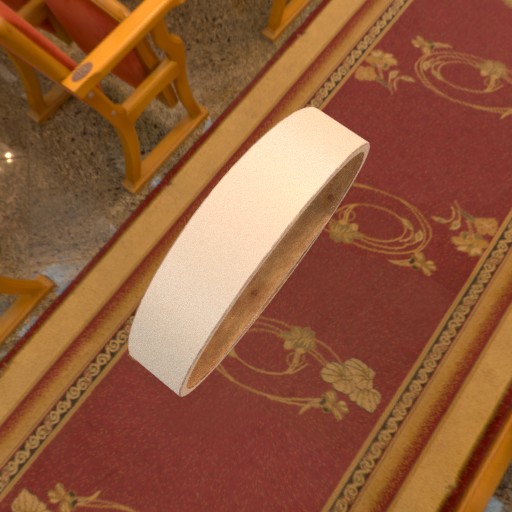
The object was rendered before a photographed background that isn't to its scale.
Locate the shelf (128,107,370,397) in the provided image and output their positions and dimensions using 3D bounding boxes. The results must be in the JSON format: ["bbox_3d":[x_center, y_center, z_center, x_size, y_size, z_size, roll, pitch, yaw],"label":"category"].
[{"bbox_3d":[0.000,0.000,1.210,0.158,0.807,0.806,37,78,9],"label":"shelf"}]
